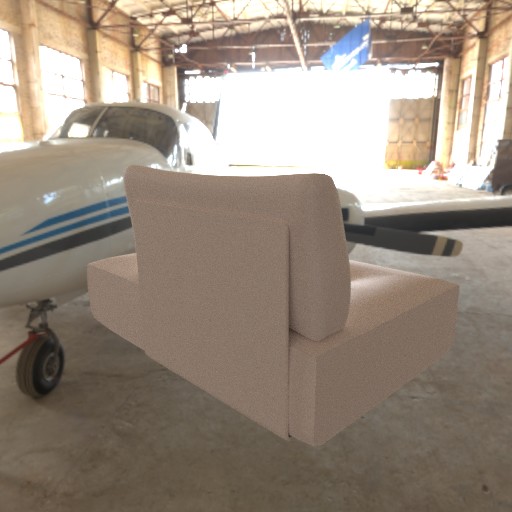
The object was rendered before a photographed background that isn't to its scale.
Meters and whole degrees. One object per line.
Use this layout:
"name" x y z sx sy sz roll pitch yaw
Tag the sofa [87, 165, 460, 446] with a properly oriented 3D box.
"sofa" 0.000 0.000 2.012 1.000 0.820 1.450 -13 18 -43
